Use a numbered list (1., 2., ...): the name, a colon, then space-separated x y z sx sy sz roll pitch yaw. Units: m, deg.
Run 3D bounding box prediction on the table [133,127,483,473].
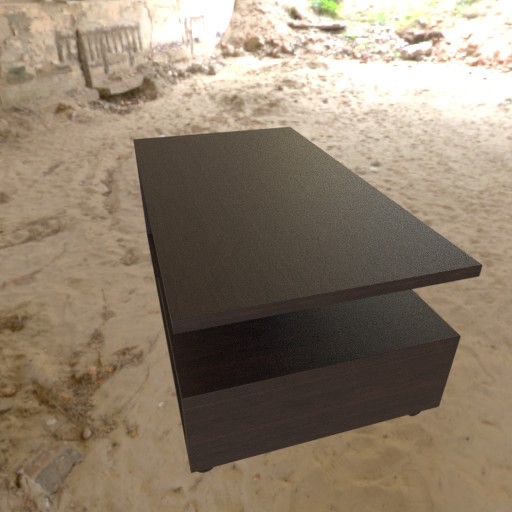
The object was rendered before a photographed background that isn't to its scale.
1. table: 0.000 0.000 1.321 0.590 0.460 1.050 -9 32 -14
